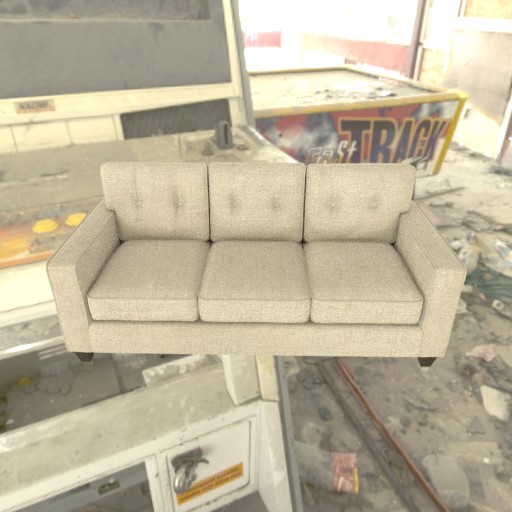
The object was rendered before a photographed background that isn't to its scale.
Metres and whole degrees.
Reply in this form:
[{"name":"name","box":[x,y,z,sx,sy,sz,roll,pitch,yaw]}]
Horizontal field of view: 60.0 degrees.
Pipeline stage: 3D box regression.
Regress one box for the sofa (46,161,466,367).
[{"name":"sofa","box":[0.000,0.000,2.669,2.133,0.965,0.939,1,29,1]}]
